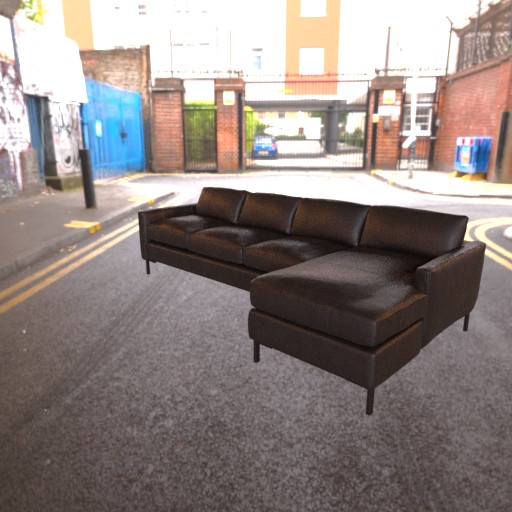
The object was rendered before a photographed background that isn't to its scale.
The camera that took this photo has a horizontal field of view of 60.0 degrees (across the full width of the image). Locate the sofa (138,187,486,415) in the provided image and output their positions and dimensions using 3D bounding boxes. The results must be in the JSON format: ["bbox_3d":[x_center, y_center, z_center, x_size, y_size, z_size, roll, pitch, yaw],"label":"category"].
[{"bbox_3d":[0.000,0.000,3.569,2.993,0.859,1.471,14,20,42],"label":"sofa"}]
